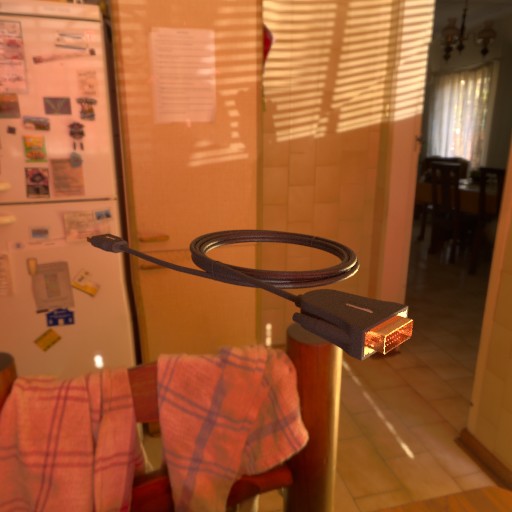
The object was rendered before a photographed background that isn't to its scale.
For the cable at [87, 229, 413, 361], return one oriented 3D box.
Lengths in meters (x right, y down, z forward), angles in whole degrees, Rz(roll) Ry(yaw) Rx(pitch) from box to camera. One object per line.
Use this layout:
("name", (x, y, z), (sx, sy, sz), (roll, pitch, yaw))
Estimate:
("cable", (0.000, 0.000, 0.329), (0.136, 0.015, 0.281), (-15, 22, -42))
